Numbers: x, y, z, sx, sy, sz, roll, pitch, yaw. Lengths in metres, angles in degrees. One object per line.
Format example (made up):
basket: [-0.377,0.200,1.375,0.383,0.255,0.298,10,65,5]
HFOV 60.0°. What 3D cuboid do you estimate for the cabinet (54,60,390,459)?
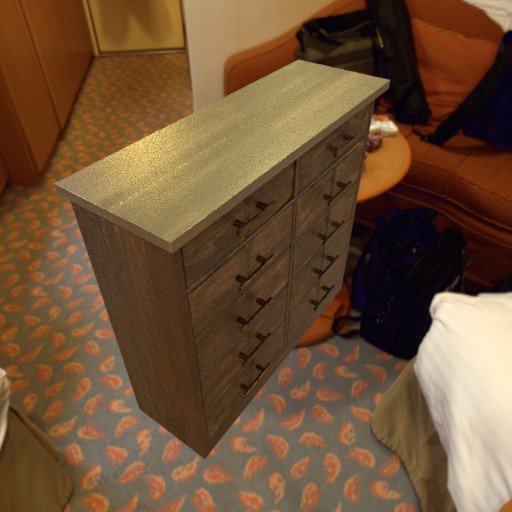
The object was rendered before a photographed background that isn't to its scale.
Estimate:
cabinet: [0.000,0.000,1.445,0.338,0.919,0.968,25,47,26]
